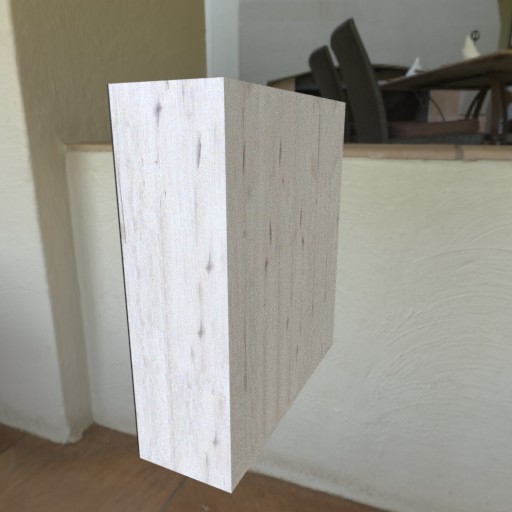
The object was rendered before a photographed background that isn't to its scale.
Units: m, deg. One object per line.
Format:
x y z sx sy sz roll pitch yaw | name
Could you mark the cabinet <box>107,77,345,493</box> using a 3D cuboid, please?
0.000 0.000 3.197 0.660 2.180 2.000 7 17 25 | cabinet
